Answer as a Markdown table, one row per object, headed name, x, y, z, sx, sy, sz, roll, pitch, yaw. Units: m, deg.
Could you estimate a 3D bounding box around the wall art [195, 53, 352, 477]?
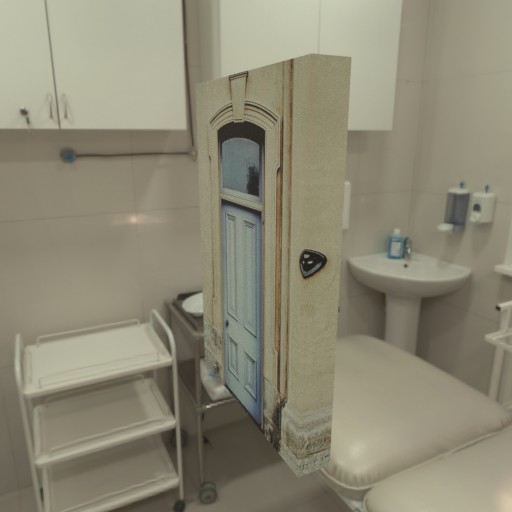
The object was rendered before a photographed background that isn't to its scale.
| name | x | y | z | sx | sy | sz | roll | pitch | yaw |
| --- | --- | --- | --- | --- | --- | --- | --- | --- | --- |
| wall art | 0.000 | 0.000 | 0.498 | 0.038 | 0.381 | 0.254 | -8 | 17 | -26 |
